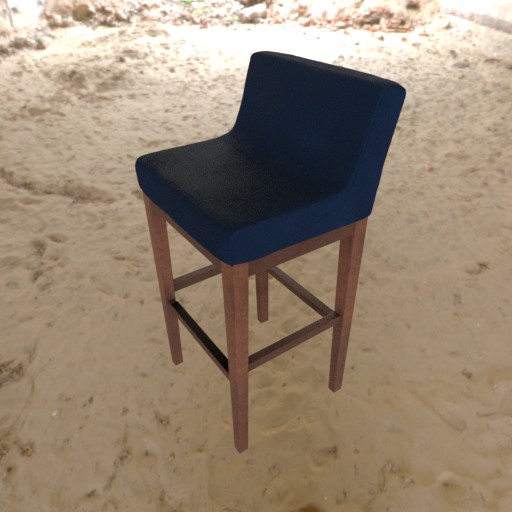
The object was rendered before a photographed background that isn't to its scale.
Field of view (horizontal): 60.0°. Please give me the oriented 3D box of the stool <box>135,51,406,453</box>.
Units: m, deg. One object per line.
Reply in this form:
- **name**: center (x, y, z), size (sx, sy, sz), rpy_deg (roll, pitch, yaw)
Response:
- **stool**: center (0.000, 0.000, 1.325), size (0.500, 1.037, 0.511), rpy_deg (-22, 40, -28)
